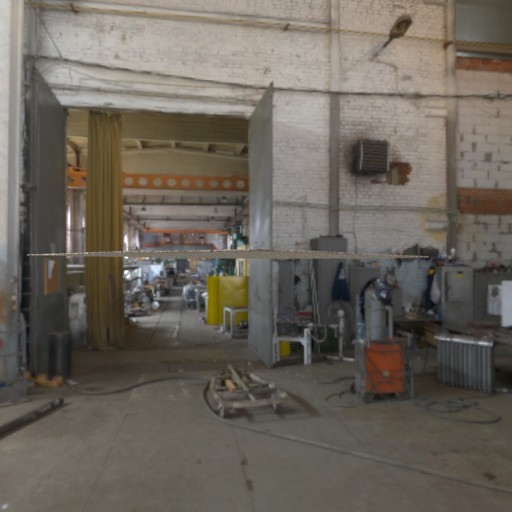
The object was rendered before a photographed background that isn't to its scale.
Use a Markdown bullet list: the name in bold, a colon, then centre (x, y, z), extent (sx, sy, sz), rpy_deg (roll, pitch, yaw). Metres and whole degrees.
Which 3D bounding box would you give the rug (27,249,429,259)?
- **rug**: centre (0.000, 0.000, 5.370), extent (2.997, 0.020, 4.093), rpy_deg (-1, -1, 36)
